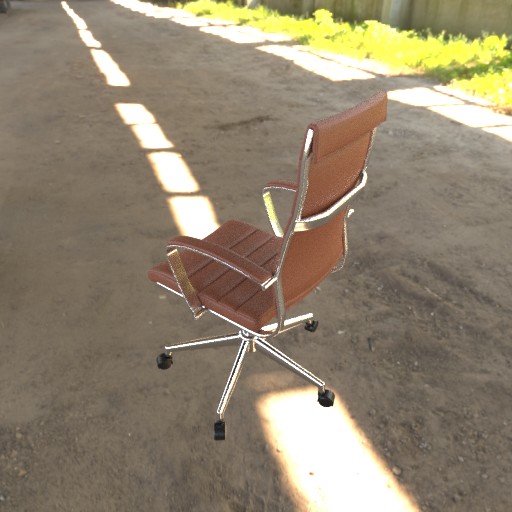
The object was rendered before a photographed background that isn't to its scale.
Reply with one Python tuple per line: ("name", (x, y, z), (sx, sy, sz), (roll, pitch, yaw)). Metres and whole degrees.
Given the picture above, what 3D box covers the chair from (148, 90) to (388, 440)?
("chair", (0.000, 0.000, 1.604), (0.739, 1.149, 0.766), (21, 38, 29))
